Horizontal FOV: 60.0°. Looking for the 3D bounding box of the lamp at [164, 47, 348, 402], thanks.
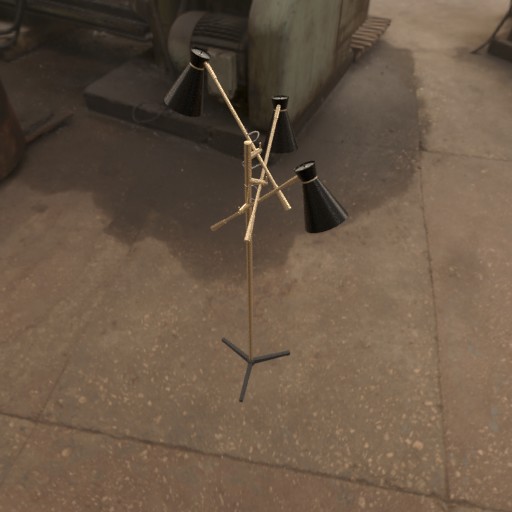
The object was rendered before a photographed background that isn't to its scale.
[{"bbox_3d":[0.000,0.000,2.111,0.750,1.804,0.653,10,48,9],"label":"lamp"}]
